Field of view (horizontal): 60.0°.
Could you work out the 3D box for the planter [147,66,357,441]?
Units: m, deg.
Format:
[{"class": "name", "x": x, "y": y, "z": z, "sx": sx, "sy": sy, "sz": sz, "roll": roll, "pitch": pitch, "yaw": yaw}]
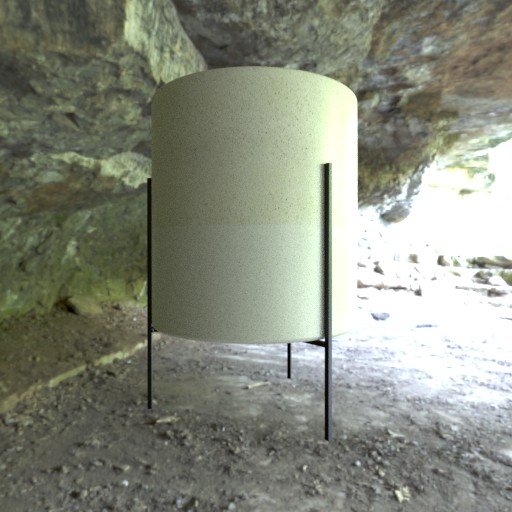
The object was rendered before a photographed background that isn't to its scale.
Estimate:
[{"class": "planter", "x": 0.000, "y": 0.000, "z": 0.714, "sx": 0.324, "sy": 0.483, "sz": 0.333, "roll": 0, "pitch": 1, "yaw": -36}]
